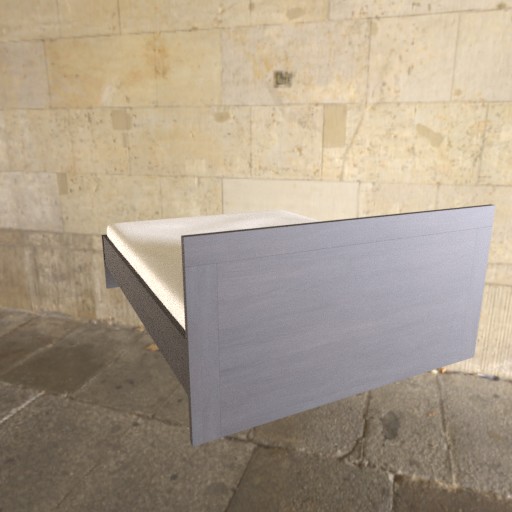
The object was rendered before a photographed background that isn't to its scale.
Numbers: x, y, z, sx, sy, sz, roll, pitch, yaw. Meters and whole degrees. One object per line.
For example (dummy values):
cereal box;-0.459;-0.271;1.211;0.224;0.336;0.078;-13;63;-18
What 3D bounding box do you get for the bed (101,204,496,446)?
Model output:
bed;0.000;0.000;2.820;1.585;0.823;2.073;-7;17;-26
